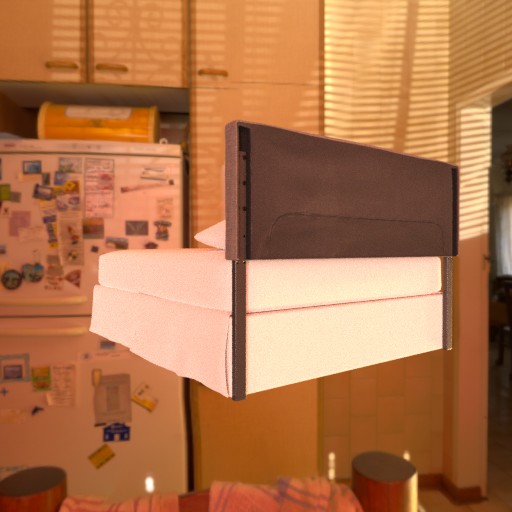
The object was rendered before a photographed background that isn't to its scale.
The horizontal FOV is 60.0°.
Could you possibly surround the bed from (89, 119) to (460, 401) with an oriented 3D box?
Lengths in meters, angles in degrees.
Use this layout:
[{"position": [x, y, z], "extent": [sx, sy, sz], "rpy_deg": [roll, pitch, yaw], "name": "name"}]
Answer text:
[{"position": [0.000, 0.000, 2.889], "extent": [1.610, 1.089, 1.894], "rpy_deg": [-1, 1, -36], "name": "bed"}]
